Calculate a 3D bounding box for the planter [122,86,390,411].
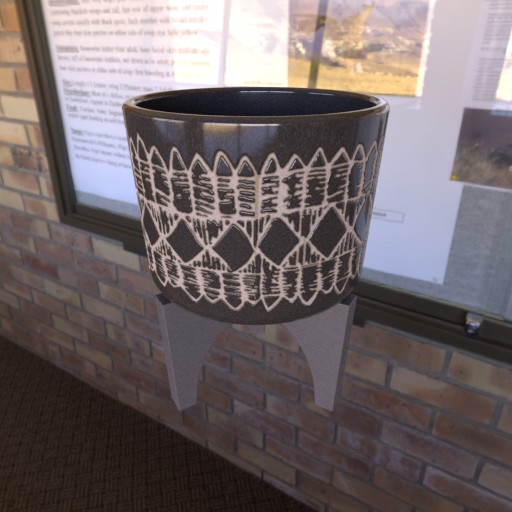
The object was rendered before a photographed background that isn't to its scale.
[{"bbox_3d":[0.000,0.000,0.391,0.196,0.264,0.196,0,26,0],"label":"planter"}]
